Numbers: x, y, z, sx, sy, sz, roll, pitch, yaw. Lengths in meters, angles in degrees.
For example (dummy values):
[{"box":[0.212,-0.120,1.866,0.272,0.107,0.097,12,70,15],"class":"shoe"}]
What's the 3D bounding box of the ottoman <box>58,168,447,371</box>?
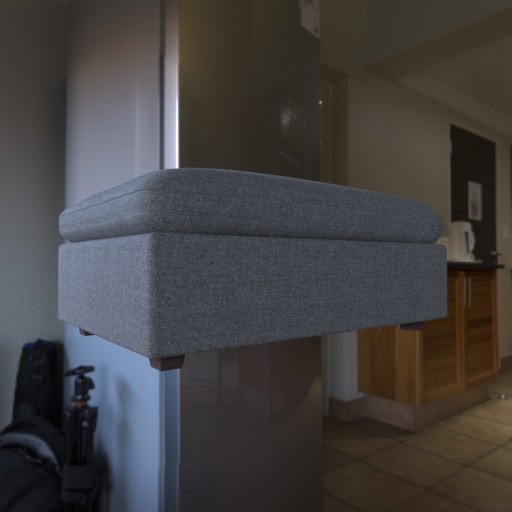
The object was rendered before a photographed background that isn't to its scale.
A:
[{"box":[0.000,0.000,1.416,1.041,0.483,0.711,1,-1,-37],"class":"ottoman"}]
